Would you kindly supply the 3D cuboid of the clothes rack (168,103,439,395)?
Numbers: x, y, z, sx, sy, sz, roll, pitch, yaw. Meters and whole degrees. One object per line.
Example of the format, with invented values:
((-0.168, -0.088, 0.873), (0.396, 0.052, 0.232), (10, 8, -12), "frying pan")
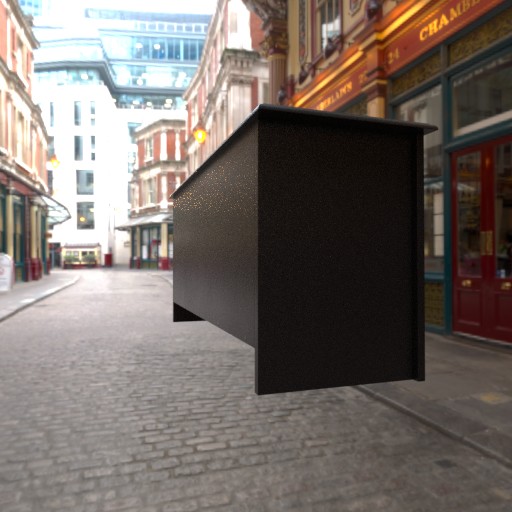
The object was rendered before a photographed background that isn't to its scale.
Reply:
((0.000, 0.000, 1.453), (0.406, 0.556, 1.219), (0, -1, -19), "clothes rack")
